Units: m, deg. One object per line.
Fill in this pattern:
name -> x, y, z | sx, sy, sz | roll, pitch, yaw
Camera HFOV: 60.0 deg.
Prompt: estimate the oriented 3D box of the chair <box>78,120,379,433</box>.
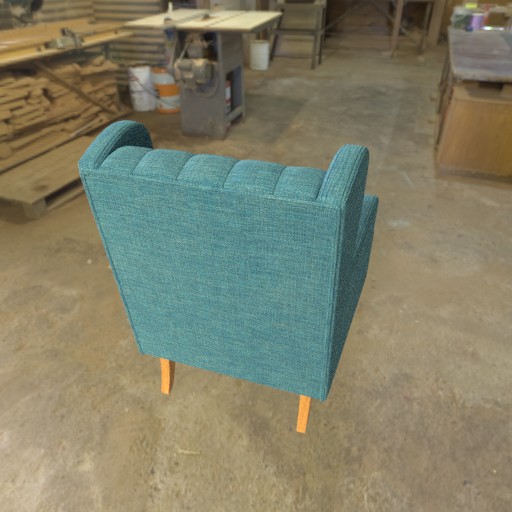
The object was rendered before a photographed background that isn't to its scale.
chair -> 0.000, 0.000, 1.479 | 0.711, 0.952, 0.775 | 10, 35, 15
